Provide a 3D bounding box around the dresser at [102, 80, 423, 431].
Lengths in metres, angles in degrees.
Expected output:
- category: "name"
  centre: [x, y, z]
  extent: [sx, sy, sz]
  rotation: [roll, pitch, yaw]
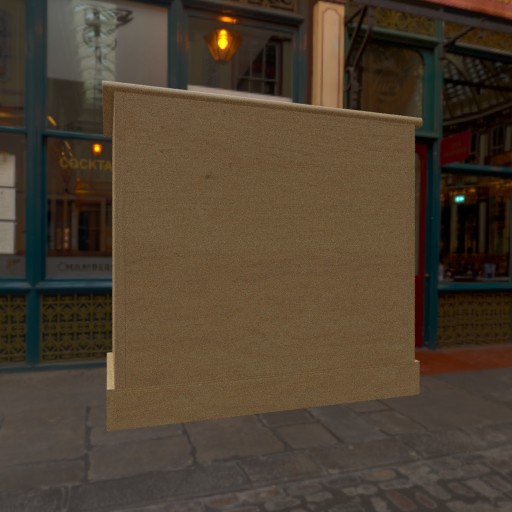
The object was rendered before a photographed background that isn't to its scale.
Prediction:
- category: "dresser"
  centre: [0.000, 0.000, 1.404]
  extent: [0.915, 0.835, 0.440]
  rotation: [0, 0, -18]
